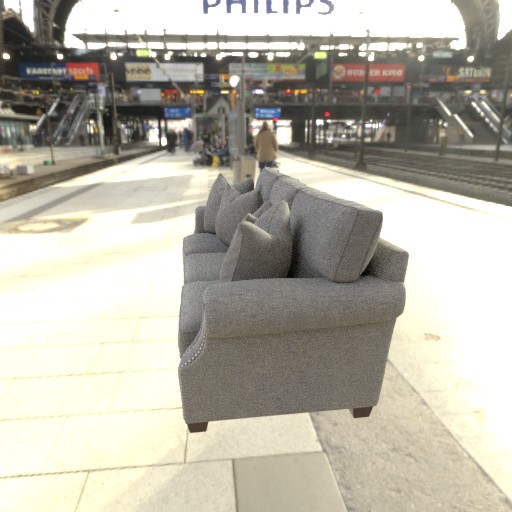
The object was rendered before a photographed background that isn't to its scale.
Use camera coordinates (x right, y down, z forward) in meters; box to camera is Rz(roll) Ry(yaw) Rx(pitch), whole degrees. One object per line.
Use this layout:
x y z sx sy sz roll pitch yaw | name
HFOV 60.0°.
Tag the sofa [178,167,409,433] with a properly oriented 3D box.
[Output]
0.000 0.000 2.838 0.965 0.975 2.312 -2 16 -8 | sofa
